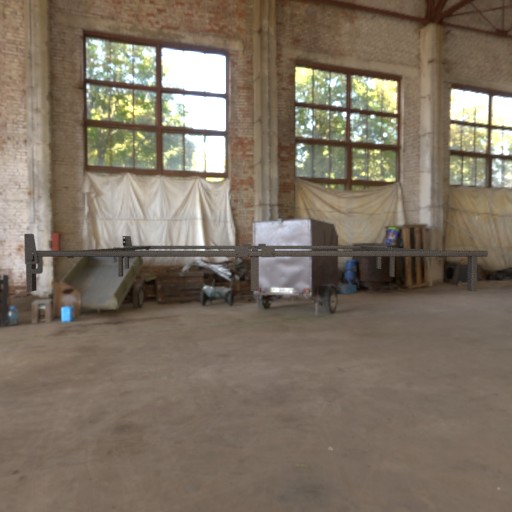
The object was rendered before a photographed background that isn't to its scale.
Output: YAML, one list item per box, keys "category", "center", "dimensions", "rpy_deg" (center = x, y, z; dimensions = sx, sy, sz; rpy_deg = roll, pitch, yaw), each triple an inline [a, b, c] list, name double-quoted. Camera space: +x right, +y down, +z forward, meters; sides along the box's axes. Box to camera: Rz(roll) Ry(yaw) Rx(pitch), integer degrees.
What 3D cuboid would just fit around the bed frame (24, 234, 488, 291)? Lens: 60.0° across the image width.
- category: "bed frame"
  center: [0.000, 0.000, 2.647]
  dimensions: [1.990, 0.248, 1.498]
  rpy_deg: [0, 2, 0]
